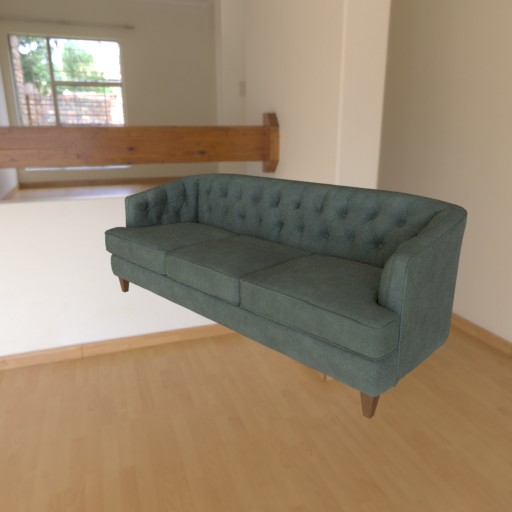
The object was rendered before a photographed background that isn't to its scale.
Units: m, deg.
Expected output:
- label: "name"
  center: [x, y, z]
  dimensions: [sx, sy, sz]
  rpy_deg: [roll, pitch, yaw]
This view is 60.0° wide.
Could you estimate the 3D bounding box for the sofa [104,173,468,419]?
- label: "sofa"
  center: [0.000, 0.000, 2.758]
  dimensions: [0.941, 0.855, 2.278]
  rpy_deg: [-16, 22, -42]
